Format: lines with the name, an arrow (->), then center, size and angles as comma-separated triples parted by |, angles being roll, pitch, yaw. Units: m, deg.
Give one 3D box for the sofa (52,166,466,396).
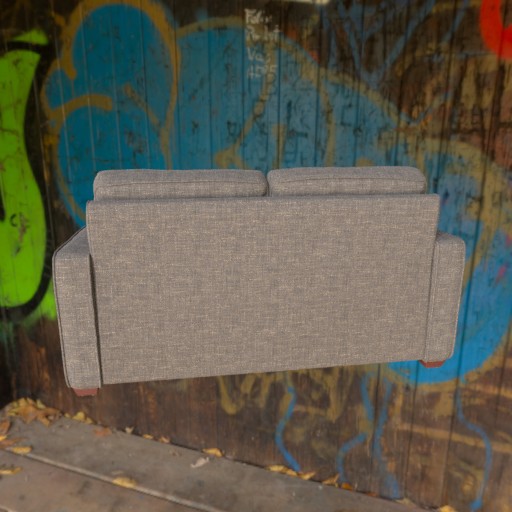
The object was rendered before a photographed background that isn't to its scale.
sofa -> 0.000, 0.000, 2.242 | 1.709, 0.918, 0.947 | -2, 15, -8
